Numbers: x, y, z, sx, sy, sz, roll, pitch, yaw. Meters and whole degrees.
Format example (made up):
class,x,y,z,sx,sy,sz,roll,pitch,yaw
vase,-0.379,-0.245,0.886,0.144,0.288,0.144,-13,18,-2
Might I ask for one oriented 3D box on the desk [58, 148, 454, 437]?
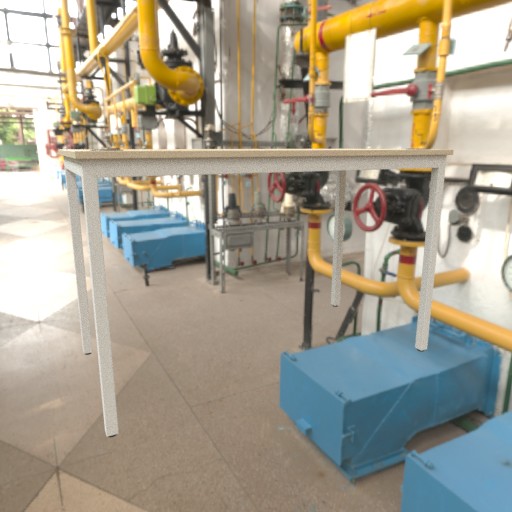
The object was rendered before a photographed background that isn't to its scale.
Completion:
class,x,y,z,sx,sy,sz,roll,pitch,yaw
desk,0.000,0.000,1.592,1.200,0.750,0.600,-7,15,-26
